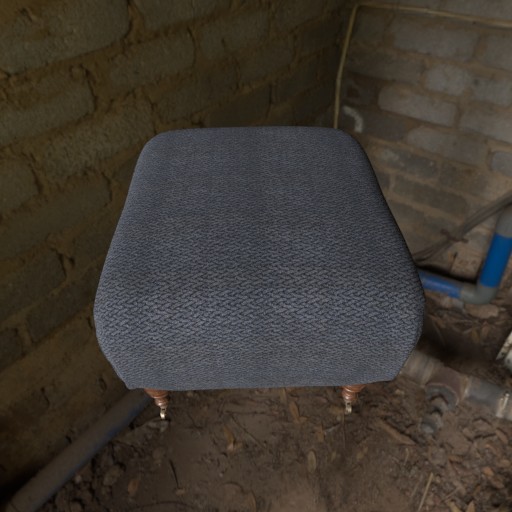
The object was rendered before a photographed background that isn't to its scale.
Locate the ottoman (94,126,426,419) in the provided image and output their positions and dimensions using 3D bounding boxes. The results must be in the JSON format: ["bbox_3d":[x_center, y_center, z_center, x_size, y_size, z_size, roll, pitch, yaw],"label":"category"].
[{"bbox_3d":[0.000,0.000,1.125,0.622,0.450,0.747,-1,41,-1],"label":"ottoman"}]
